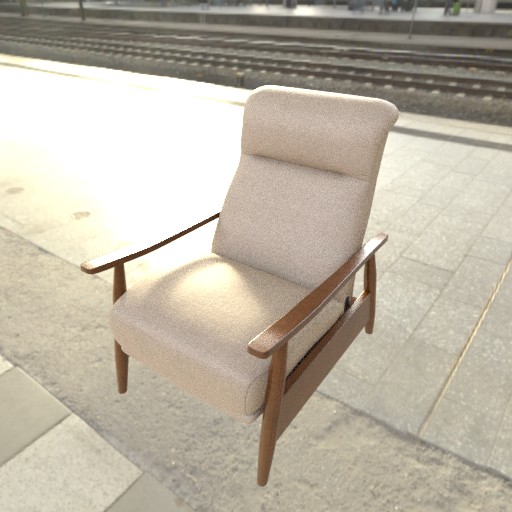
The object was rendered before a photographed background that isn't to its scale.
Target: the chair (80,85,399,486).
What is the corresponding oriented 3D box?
[{"bbox_3d":[0.000,0.000,1.728,0.762,1.082,1.030,20,36,29],"label":"chair"}]
